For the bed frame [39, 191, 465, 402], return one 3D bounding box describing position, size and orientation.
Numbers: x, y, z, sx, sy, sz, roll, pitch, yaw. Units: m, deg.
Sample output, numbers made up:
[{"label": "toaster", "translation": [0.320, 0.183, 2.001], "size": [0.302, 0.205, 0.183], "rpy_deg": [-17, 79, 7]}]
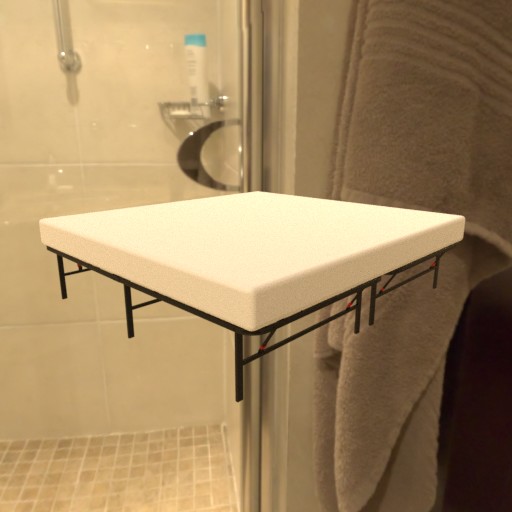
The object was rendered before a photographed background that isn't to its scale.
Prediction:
[{"label": "bed frame", "translation": [0.000, 0.000, 2.961], "size": [1.935, 0.525, 2.033], "rpy_deg": [14, 21, 42]}]
